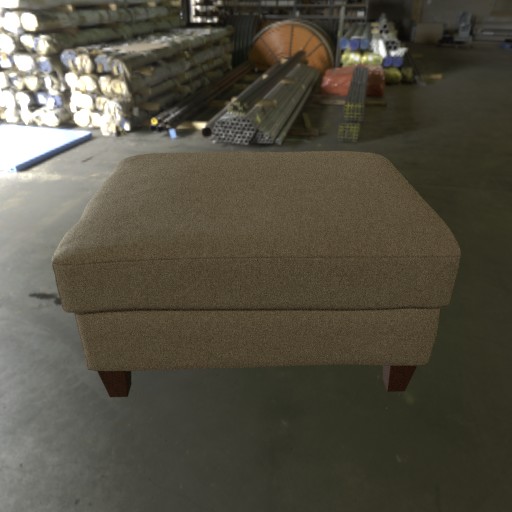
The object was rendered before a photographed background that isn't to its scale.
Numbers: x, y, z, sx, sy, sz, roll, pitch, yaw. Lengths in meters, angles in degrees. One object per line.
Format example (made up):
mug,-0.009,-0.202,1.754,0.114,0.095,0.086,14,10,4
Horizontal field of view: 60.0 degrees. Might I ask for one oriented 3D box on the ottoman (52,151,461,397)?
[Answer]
ottoman,0.000,0.000,1.305,0.889,0.511,0.692,-1,31,-1
